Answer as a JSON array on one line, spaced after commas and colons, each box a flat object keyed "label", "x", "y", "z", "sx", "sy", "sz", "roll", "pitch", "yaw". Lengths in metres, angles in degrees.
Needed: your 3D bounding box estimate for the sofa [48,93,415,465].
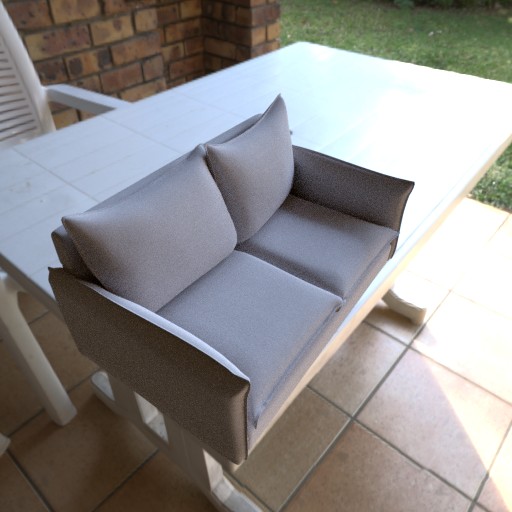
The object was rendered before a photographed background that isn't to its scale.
[{"label": "sofa", "x": 0.000, "y": 0.000, "z": 1.796, "sx": 0.820, "sy": 0.840, "sz": 1.300, "roll": 24, "pitch": 46, "yaw": 26}]
